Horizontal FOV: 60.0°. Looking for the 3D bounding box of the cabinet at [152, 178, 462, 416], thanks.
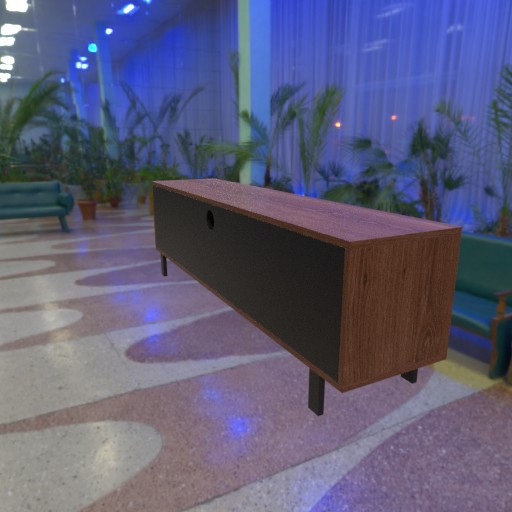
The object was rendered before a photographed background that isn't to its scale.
[{"bbox_3d":[0.000,0.000,1.841,0.400,0.500,1.650,-8,17,-27],"label":"cabinet"}]
